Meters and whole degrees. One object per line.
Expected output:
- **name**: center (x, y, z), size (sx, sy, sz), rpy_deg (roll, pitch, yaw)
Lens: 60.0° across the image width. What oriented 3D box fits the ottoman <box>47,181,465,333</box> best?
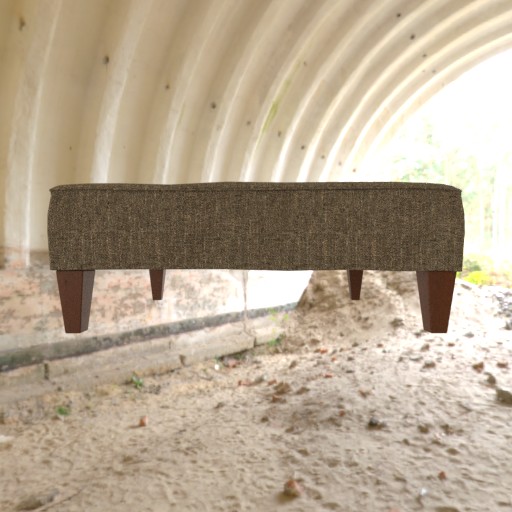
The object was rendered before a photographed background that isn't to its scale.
- **ottoman**: center (0.000, 0.000, 1.514), size (0.981, 0.379, 1.016), rpy_deg (0, -1, 0)
